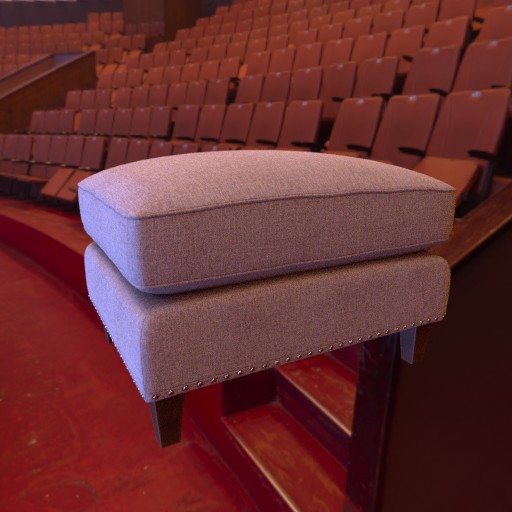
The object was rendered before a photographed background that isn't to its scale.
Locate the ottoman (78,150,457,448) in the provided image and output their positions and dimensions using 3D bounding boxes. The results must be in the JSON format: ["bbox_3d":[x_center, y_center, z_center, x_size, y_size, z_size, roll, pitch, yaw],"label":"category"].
[{"bbox_3d":[0.000,0.000,1.106,0.741,0.513,0.584,-8,17,-28],"label":"ottoman"}]
